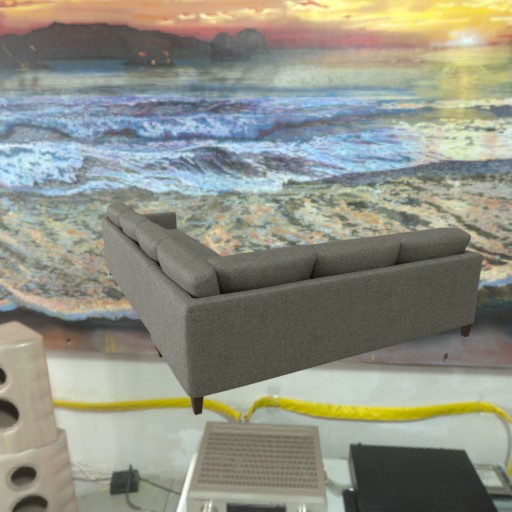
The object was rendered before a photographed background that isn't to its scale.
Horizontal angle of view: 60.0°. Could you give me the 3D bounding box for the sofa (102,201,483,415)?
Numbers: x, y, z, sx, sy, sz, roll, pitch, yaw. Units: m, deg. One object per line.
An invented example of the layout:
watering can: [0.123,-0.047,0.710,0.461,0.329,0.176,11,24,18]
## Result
sofa: [0.000,0.000,4.540,2.593,0.947,3.302,-8,17,-26]
